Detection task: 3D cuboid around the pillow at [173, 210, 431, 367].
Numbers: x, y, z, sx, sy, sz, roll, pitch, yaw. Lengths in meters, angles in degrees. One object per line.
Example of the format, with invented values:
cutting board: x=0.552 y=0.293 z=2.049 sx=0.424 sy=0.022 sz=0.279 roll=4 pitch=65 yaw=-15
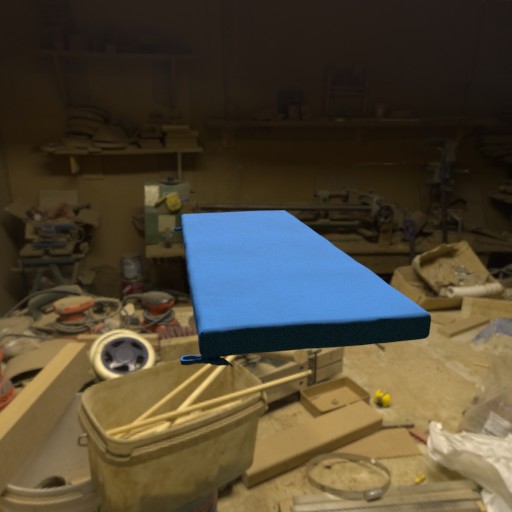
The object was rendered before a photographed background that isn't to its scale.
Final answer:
pillow: x=0.000 y=0.000 z=1.363 sx=0.492 sy=0.081 sz=1.187 roll=-3 pitch=17 yaw=-10
